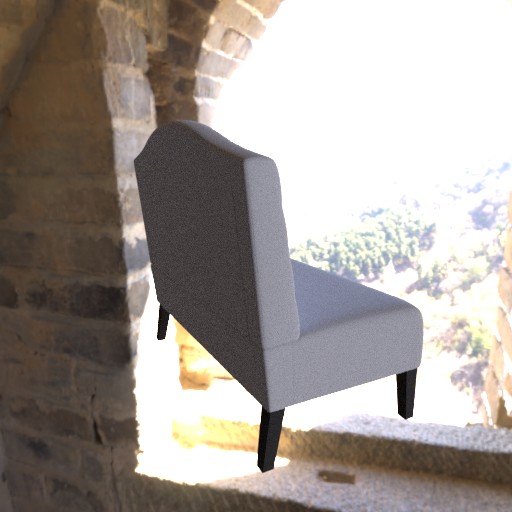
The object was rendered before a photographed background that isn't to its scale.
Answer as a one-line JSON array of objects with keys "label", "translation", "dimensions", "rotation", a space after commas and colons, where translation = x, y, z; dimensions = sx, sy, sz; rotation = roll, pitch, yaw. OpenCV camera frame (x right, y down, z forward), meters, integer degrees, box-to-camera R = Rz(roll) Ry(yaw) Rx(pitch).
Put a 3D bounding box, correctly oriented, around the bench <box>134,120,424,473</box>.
[{"label": "bench", "translation": [0.000, 0.000, 2.069], "dimensions": [0.815, 1.180, 1.335], "rotation": [-7, 14, -27]}]
